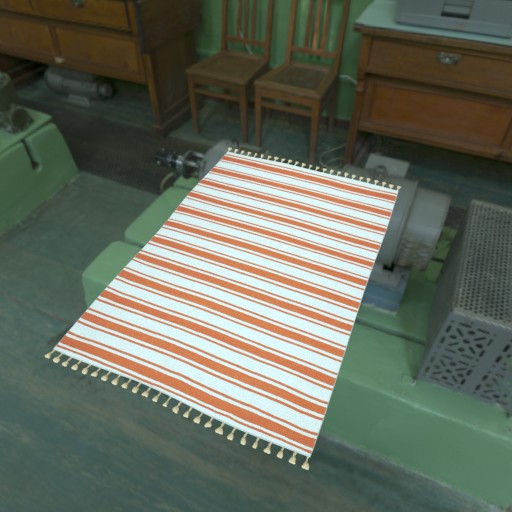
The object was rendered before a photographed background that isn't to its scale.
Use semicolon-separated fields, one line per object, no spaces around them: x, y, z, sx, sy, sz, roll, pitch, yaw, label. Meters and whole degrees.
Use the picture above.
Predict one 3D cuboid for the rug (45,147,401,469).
0.000;0.000;3.060;1.556;0.022;2.433;17;47;16;rug
